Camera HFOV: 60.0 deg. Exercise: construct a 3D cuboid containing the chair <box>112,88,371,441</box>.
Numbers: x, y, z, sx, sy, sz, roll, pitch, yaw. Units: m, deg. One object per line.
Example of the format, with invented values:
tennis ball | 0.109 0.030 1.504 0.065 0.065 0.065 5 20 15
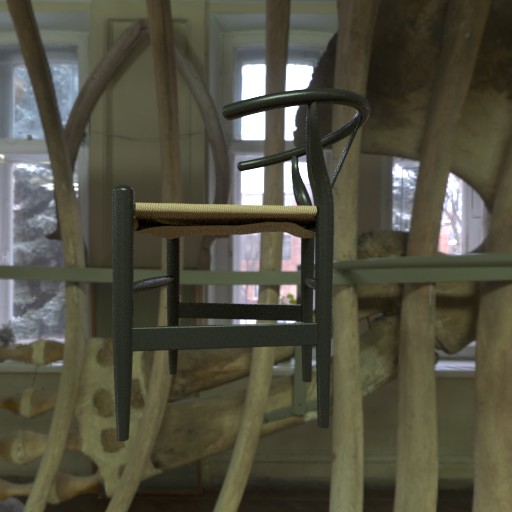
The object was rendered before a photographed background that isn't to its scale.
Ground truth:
chair | 0.000 0.000 1.140 0.570 0.739 0.570 0 0 1
